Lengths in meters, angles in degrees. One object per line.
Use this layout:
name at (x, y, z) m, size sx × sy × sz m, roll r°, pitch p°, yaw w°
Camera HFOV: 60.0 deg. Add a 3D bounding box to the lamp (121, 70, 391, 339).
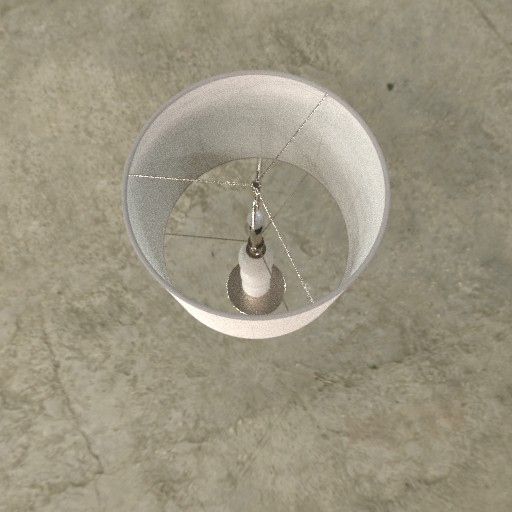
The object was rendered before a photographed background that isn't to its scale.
lamp at (0.000, 0.000, 0.728) m, size 0.280 × 0.559 × 0.282 m, roll 5°, pitch 75°, yaw 1°
